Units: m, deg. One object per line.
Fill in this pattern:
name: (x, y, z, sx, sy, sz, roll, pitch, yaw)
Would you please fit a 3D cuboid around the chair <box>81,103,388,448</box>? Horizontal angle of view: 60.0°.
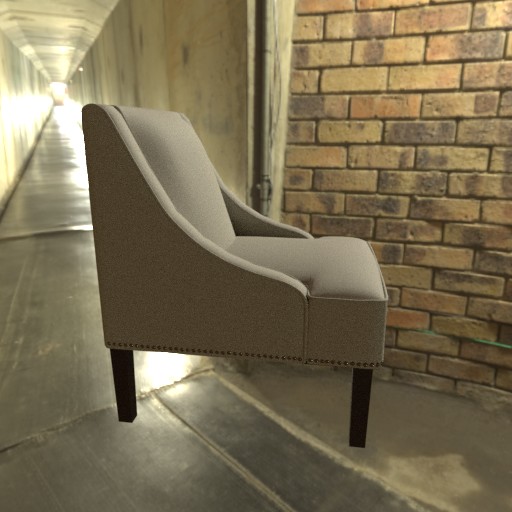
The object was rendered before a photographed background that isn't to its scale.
chair: (0.000, 0.000, 1.362, 0.737, 0.864, 0.610, 3, 16, 9)
